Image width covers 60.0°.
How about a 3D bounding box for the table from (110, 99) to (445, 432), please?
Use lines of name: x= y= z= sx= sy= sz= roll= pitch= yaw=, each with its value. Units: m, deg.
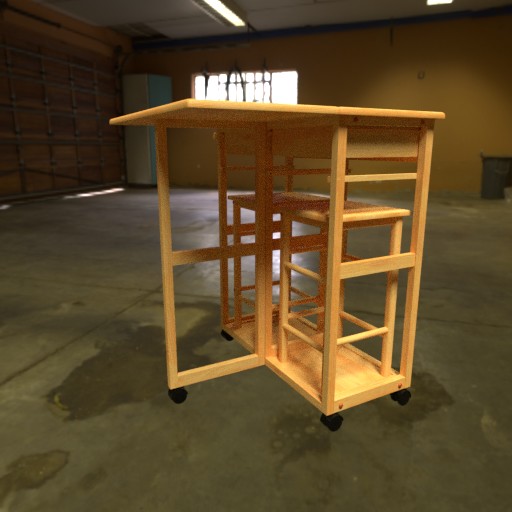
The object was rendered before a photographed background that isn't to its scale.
table: x=0.000 y=0.000 z=1.383 sx=0.693 sy=0.832 sz=0.752 roll=-7 pitch=16 yaw=-28
